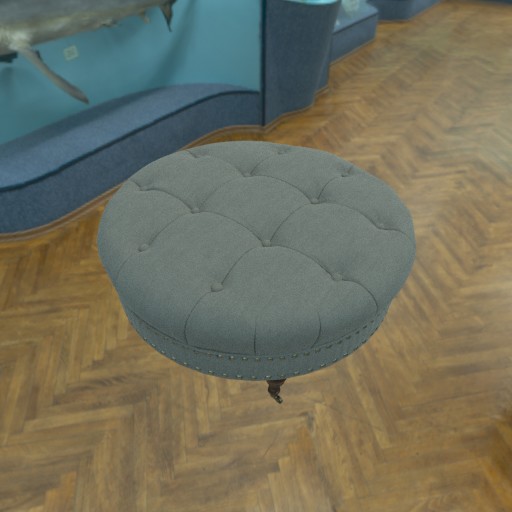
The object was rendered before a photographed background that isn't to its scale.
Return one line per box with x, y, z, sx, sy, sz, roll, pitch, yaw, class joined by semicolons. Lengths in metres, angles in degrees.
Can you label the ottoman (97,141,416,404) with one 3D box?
0.000;0.000;1.384;0.901;0.439;0.901;0;41;0;ottoman
